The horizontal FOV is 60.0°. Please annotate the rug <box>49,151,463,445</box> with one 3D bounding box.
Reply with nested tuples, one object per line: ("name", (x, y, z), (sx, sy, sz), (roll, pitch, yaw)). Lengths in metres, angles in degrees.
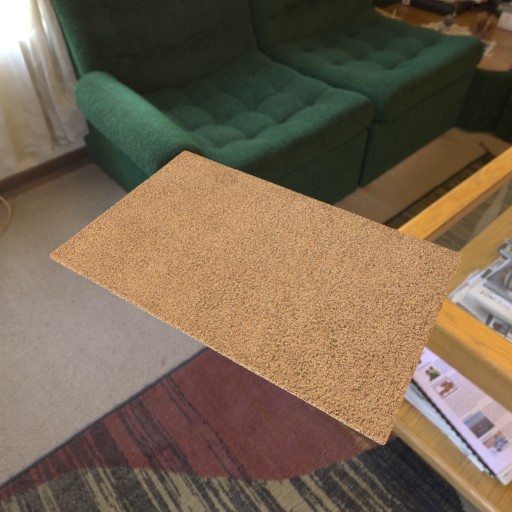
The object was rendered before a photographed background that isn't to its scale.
("rug", (0.000, 0.000, 3.071), (2.438, 0.030, 1.524), (24, 51, 21))
